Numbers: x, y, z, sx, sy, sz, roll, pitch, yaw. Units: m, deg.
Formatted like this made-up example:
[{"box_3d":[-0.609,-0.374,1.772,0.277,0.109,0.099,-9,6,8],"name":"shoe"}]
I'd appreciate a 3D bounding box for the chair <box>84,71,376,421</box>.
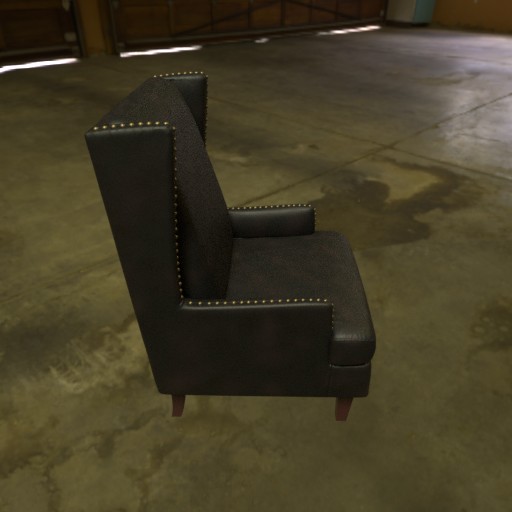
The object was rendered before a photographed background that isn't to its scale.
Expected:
[{"box_3d":[0.000,0.000,1.608,0.799,1.142,0.703,1,32,1],"name":"chair"}]
